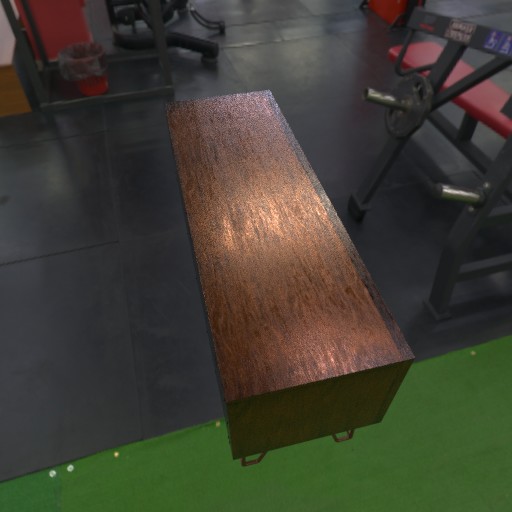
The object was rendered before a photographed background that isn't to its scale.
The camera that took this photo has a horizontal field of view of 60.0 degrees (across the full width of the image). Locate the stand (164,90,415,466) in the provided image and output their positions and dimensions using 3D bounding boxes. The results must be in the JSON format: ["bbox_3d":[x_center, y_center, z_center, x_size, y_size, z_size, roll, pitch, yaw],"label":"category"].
[{"bbox_3d":[0.000,0.000,1.716,0.481,0.610,1.372,-10,49,-9],"label":"stand"}]
